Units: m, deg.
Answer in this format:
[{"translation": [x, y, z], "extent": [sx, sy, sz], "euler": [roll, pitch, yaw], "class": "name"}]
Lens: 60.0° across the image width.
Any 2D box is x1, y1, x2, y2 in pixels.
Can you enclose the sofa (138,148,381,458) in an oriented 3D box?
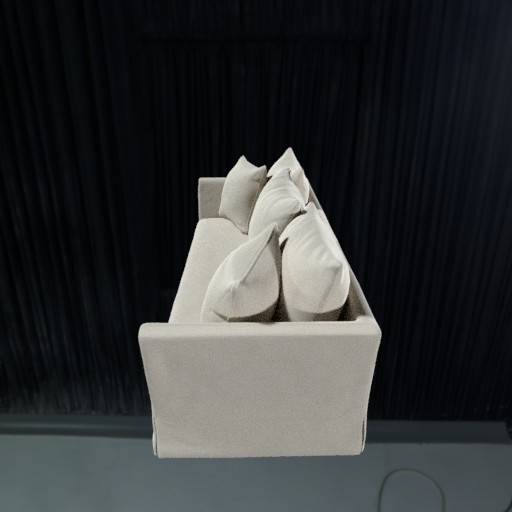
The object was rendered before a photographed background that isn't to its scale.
[{"translation": [0.000, 0.000, 2.995], "extent": [1.046, 1.047, 2.499], "euler": [0, 24, -1], "class": "sofa"}]
